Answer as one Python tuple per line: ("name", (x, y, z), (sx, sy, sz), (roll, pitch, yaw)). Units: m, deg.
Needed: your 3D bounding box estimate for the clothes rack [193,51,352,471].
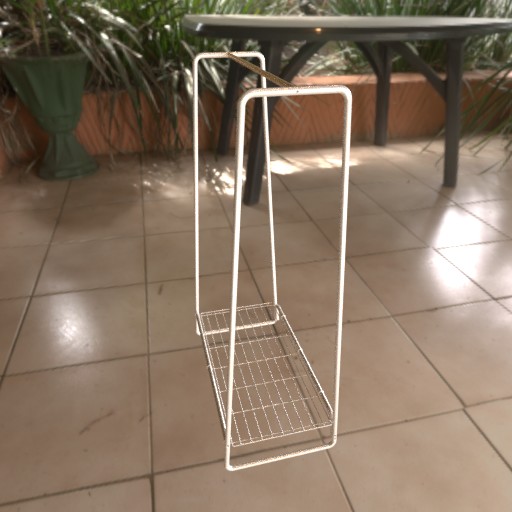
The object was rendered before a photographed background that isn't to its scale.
("clothes rack", (0.000, 0.000, 1.882), (0.495, 1.500, 0.900), (-7, 31, -12))
